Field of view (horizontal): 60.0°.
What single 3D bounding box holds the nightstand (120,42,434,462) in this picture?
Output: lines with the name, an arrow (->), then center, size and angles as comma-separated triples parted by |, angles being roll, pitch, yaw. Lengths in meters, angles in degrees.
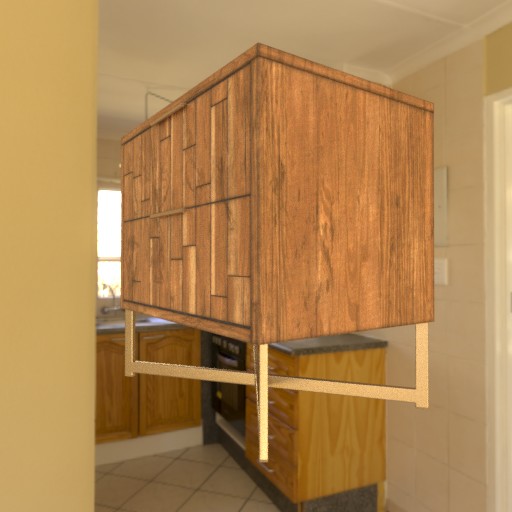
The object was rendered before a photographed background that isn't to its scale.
nightstand -> 0.000, 0.000, 1.006 | 0.446, 0.610, 0.610 | 0, -1, -35
